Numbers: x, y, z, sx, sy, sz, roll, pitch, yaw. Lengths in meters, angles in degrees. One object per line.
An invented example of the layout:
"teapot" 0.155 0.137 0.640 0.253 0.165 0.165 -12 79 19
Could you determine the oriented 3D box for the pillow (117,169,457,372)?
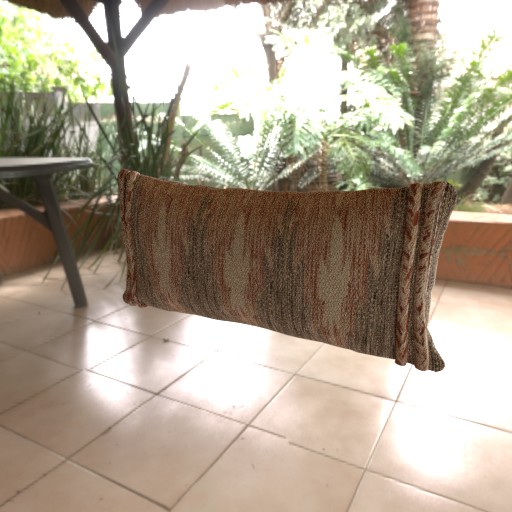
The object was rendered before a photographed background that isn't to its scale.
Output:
"pillow" 0.000 0.000 0.767 0.635 0.282 0.139 8 16 27
